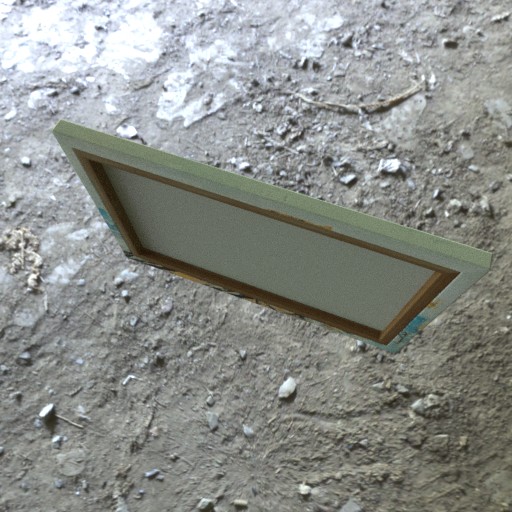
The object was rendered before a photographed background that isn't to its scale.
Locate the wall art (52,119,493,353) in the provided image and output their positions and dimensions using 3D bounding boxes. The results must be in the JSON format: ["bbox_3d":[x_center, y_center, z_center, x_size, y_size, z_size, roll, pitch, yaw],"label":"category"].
[{"bbox_3d":[0.000,0.000,1.144,0.913,0.609,0.038,19,65,9],"label":"wall art"}]
